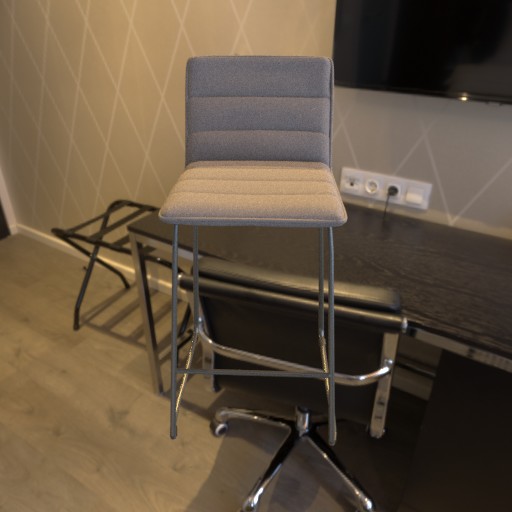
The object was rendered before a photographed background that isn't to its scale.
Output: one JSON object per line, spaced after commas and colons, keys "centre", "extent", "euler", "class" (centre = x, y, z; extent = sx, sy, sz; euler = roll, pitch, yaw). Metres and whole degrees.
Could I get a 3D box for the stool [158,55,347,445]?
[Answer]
{"centre": [0.000, 0.000, 1.208], "extent": [0.490, 0.960, 0.490], "euler": [1, 30, 2], "class": "stool"}
